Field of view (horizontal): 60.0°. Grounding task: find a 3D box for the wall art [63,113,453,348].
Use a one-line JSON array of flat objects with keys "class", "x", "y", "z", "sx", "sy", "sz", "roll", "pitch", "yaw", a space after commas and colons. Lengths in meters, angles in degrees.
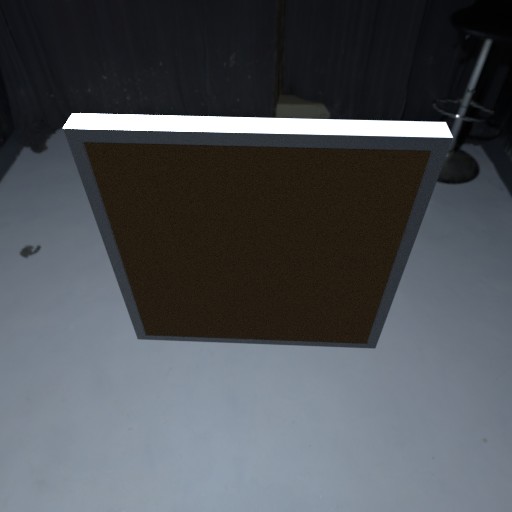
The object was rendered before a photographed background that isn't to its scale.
[{"class": "wall art", "x": 0.000, "y": 0.000, "z": 0.771, "sx": 0.506, "sy": 0.506, "sz": 0.038, "roll": 2, "pitch": 47, "yaw": 2}]
